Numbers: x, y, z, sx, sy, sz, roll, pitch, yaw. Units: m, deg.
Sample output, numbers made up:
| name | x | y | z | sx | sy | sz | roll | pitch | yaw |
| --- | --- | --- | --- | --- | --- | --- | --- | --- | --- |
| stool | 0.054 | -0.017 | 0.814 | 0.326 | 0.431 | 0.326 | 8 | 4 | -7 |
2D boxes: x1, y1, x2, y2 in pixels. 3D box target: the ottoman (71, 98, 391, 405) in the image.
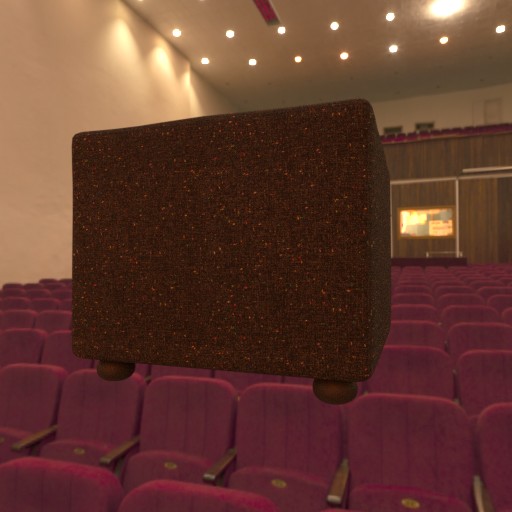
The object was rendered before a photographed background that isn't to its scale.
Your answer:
| name | x | y | z | sx | sy | sz | roll | pitch | yaw |
| --- | --- | --- | --- | --- | --- | --- | --- | --- | --- |
| ottoman | 0.000 | 0.000 | 0.891 | 0.508 | 0.432 | 0.508 | 0 | -1 | 20 |
